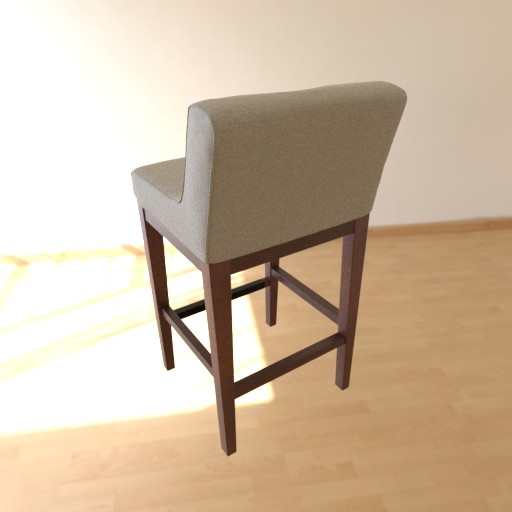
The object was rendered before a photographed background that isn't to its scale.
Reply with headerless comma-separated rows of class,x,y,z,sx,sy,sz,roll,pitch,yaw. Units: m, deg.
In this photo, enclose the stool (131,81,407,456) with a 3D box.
stool,0.000,0.000,1.249,0.511,0.937,0.500,-18,34,-29
